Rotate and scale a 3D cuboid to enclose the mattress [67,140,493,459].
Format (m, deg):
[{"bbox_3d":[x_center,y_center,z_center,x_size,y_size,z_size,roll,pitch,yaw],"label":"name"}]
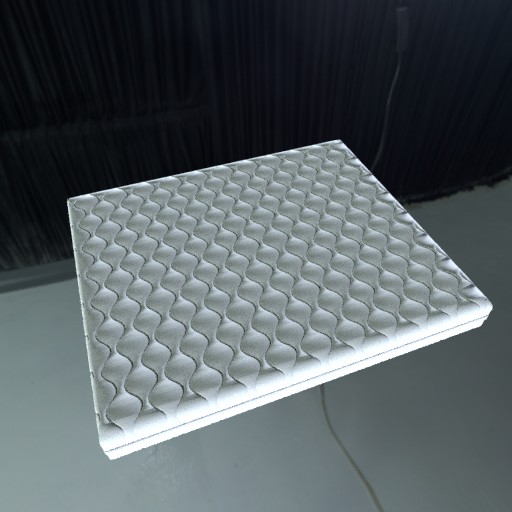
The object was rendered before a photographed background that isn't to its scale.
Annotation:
[{"bbox_3d":[0.000,0.000,2.504,1.900,0.200,1.600,-15,49,-14],"label":"mattress"}]
